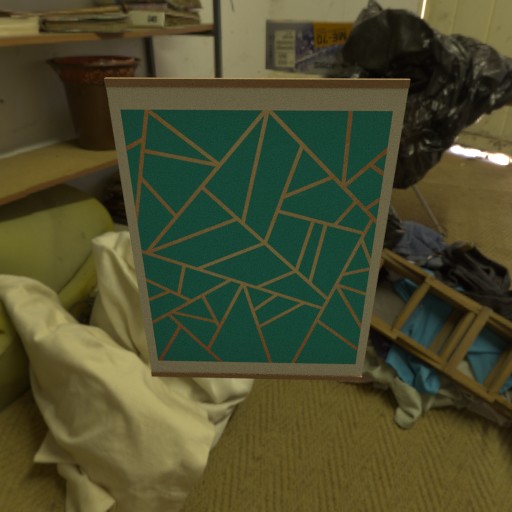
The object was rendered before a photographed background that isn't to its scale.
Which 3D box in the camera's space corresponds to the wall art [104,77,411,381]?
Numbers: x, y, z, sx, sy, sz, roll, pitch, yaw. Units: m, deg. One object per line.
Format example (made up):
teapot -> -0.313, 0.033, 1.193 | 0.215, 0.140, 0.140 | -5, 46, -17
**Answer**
wall art -> 0.000, 0.000, 1.355 | 0.758, 1.016, 0.013 | 1, 30, 1
